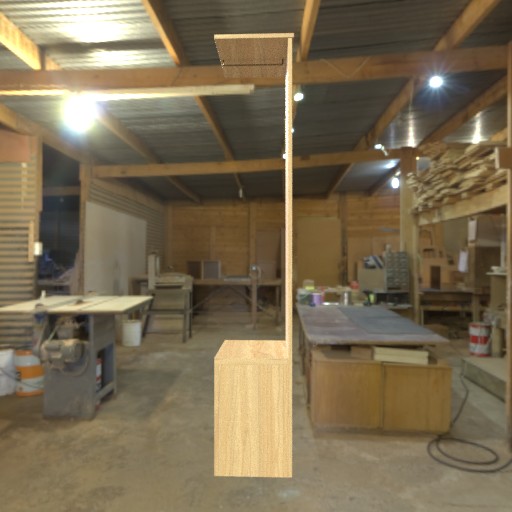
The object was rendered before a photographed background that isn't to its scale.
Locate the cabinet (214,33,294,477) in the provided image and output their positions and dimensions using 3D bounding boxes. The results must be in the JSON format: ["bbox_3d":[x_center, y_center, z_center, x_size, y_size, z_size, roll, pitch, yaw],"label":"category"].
[{"bbox_3d":[0.000,0.000,2.078,0.338,1.879,0.411,0,0,2],"label":"cabinet"}]
